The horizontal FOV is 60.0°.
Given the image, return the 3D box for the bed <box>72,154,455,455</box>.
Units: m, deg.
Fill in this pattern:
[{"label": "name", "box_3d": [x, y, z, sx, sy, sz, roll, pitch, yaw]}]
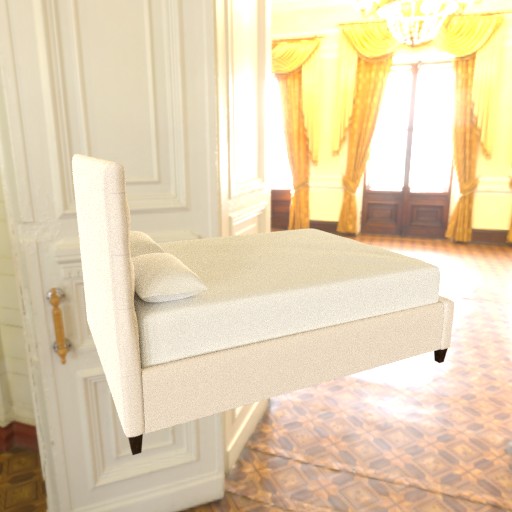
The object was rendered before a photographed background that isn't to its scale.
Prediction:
[{"label": "bed", "box_3d": [0.000, 0.000, 3.203, 2.233, 1.426, 1.696, -7, 16, -26]}]
